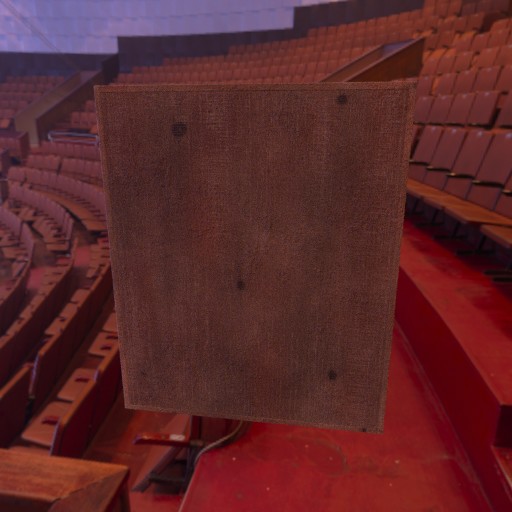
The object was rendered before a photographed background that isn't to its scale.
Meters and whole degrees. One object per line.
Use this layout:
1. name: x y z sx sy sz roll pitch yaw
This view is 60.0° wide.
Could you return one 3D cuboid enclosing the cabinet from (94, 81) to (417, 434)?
1. cabinet: 0.000 0.000 0.832 0.489 0.590 0.184 3 17 9
